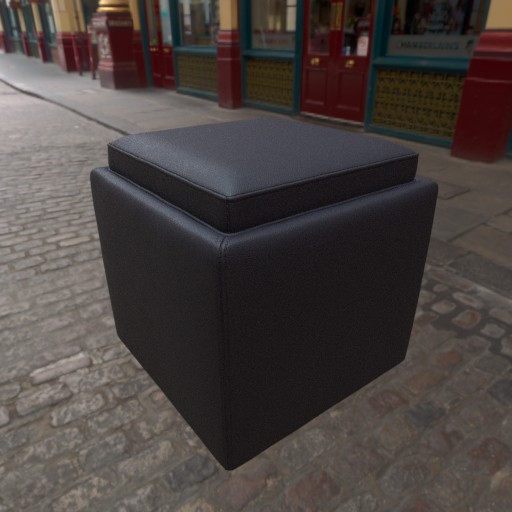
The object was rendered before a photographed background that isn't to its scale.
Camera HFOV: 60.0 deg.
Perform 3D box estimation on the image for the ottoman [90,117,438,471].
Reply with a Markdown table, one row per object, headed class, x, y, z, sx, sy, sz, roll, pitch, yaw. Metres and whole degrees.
| class | x | y | z | sx | sy | sz | roll | pitch | yaw |
| --- | --- | --- | --- | --- | --- | --- | --- | --- | --- |
| ottoman | 0.000 | 0.000 | 0.836 | 0.450 | 0.460 | 0.451 | -19 | 32 | -33 |
